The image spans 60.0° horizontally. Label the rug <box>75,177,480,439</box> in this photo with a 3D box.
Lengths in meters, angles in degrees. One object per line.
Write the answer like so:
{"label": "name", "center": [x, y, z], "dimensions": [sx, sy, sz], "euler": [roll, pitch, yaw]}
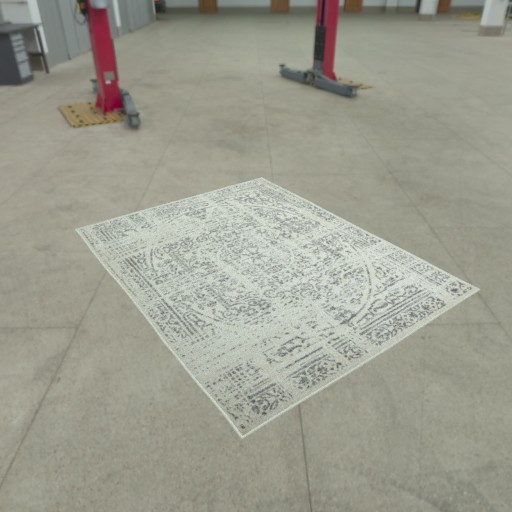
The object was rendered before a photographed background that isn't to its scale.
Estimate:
{"label": "rug", "center": [0.000, 0.000, 3.941], "dimensions": [2.311, 0.032, 2.921], "euler": [-21, 38, -30]}
